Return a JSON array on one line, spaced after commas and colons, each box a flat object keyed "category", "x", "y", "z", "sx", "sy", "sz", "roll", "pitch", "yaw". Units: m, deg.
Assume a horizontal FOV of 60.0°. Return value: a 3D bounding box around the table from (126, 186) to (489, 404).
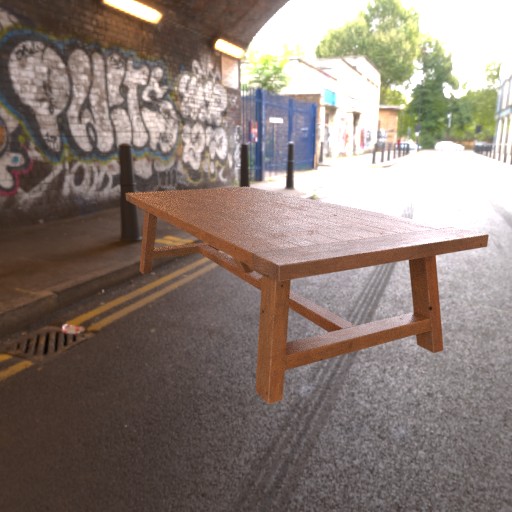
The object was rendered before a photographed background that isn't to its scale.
[{"category": "table", "x": 0.000, "y": 0.000, "z": 2.133, "sx": 0.820, "sy": 0.465, "sz": 1.800, "roll": -8, "pitch": 16, "yaw": -27}]
